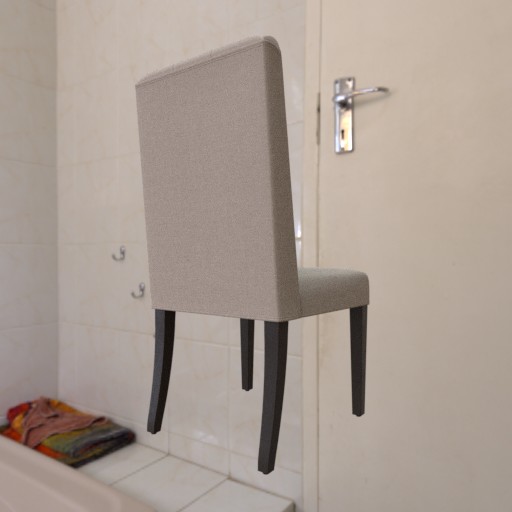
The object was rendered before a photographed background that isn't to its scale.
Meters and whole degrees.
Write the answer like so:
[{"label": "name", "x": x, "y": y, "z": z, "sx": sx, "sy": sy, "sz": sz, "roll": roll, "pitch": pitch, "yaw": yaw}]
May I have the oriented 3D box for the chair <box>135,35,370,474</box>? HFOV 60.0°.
[{"label": "chair", "x": 0.000, "y": 0.000, "z": 1.265, "sx": 0.474, "sy": 0.961, "sz": 0.523, "roll": 0, "pitch": 0, "yaw": 36}]
